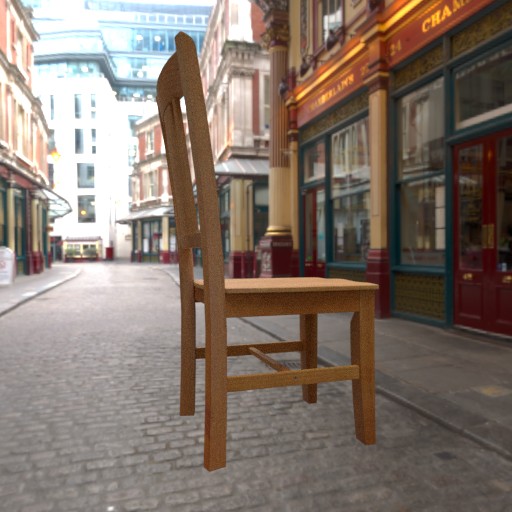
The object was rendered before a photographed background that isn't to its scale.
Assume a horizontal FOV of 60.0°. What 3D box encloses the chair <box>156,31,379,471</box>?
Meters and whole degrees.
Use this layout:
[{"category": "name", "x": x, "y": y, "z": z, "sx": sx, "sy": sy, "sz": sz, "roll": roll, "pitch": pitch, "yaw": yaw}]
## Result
[{"category": "chair", "x": 0.000, "y": 0.000, "z": 1.275, "sx": 0.556, "sy": 0.998, "sz": 0.450, "roll": 0, "pitch": 0, "yaw": -19}]
